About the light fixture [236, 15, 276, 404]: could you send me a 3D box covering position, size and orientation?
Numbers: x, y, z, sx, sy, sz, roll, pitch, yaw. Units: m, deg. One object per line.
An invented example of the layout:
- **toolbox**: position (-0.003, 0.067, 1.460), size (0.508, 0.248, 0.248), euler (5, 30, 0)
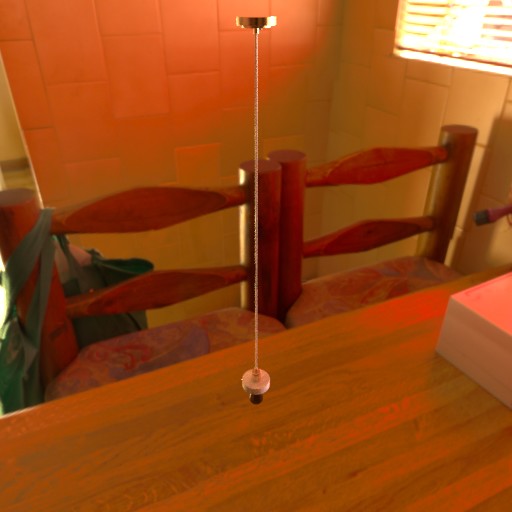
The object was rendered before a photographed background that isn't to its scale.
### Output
- **light fixture**: position (0.000, 0.000, 1.753), size (0.129, 1.669, 0.129), euler (20, 36, 30)
